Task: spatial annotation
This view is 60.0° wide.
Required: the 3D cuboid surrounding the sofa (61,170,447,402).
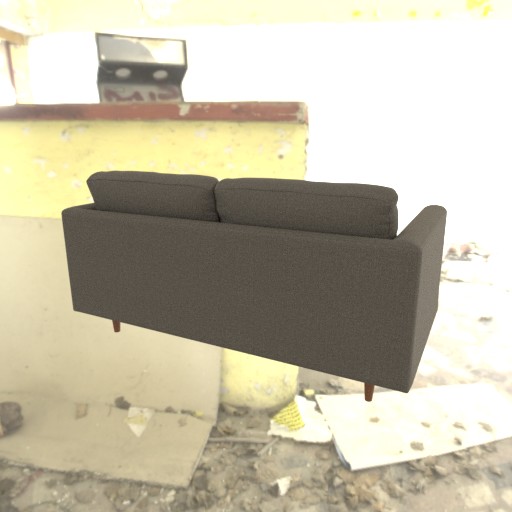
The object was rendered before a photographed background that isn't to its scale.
[{"bbox_3d":[0.000,0.000,2.266,1.713,0.866,0.940,8,18,27],"label":"sofa"}]
